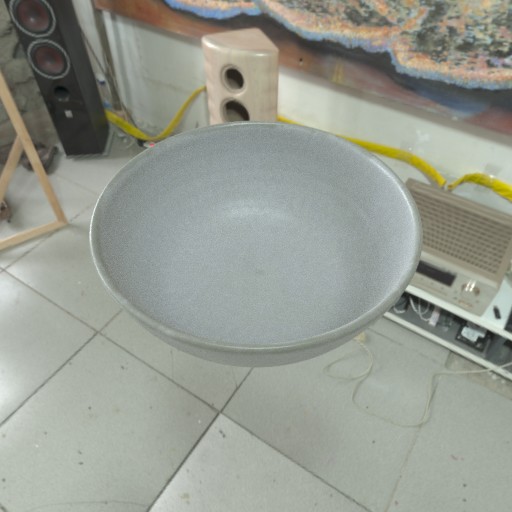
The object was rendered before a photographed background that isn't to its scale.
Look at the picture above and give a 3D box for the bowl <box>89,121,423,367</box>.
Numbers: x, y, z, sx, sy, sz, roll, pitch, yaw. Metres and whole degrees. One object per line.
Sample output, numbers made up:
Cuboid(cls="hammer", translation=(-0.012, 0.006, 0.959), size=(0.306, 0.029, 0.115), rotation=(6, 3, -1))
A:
Cuboid(cls="bowl", translation=(0.000, 0.000, 0.410), size=(0.268, 0.121, 0.268), rotation=(0, 48, 0))
